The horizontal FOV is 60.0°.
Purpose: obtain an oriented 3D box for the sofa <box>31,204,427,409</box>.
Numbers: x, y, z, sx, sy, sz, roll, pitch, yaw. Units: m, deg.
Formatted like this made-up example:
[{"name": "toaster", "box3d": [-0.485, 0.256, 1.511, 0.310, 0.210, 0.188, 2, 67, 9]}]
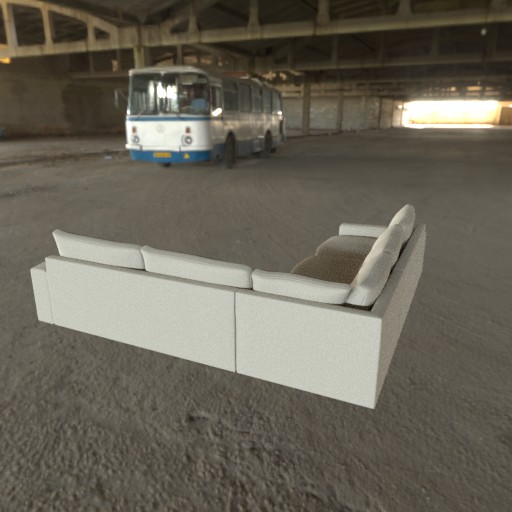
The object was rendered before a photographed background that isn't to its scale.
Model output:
[{"name": "sofa", "box3d": [0.000, 0.000, 4.815, 3.206, 0.918, 3.066, 8, 19, 24]}]
